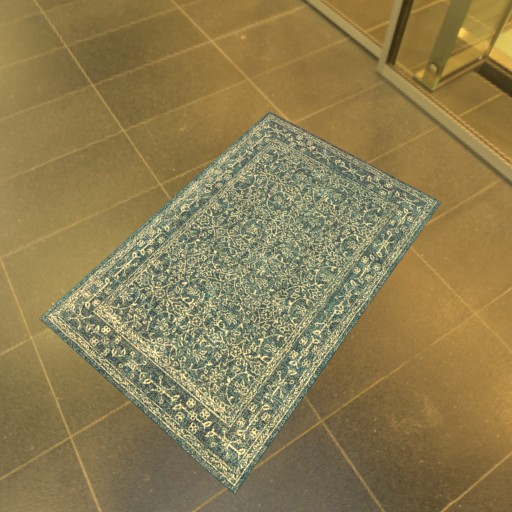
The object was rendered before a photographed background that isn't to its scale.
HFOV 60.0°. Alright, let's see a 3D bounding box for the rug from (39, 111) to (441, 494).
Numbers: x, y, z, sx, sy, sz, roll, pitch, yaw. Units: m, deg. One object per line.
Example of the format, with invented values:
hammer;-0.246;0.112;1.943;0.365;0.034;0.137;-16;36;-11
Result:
rug;0.000;0.000;2.283;1.200;0.005;1.819;34;65;19
